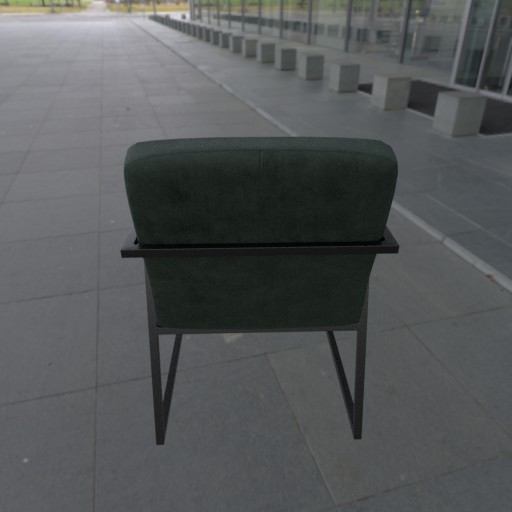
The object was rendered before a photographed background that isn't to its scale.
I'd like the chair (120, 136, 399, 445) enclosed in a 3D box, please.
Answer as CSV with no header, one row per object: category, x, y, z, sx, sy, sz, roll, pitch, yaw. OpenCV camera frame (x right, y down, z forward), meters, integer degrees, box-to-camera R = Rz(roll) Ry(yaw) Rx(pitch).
chair,0.000,0.000,1.286,0.571,0.833,0.677,-1,30,-1
